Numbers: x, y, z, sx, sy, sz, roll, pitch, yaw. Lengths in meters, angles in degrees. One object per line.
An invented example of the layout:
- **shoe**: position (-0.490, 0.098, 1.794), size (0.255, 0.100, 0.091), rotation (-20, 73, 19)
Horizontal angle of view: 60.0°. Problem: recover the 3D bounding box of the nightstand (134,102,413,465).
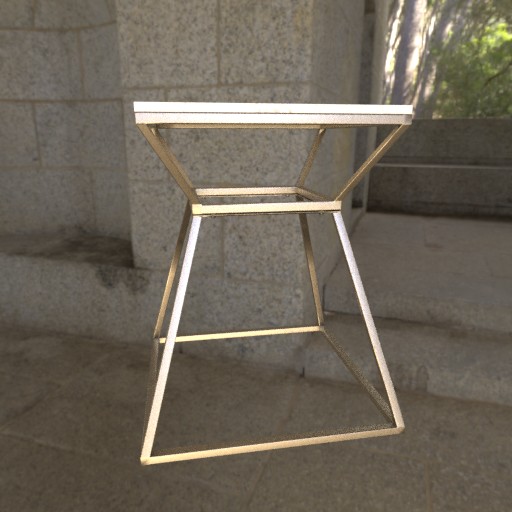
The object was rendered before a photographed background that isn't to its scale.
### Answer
- **nightstand**: position (0.000, 0.000, 0.891), size (0.455, 0.554, 0.455), rotation (-3, 15, -10)
